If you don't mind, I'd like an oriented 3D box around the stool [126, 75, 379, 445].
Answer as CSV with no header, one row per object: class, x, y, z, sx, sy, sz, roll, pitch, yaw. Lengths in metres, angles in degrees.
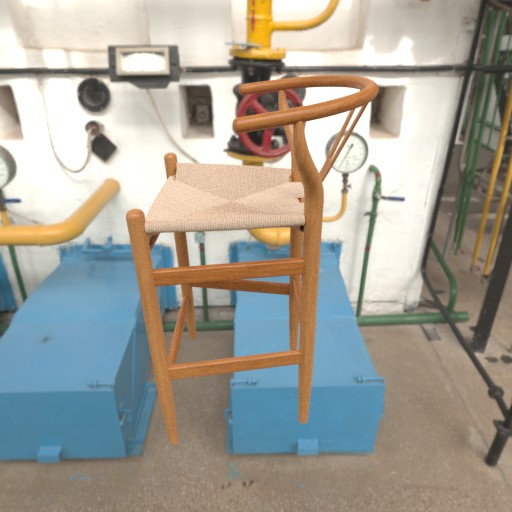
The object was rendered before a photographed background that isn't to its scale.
stool,0.000,0.000,1.302,0.579,0.970,0.569,0,27,-1
